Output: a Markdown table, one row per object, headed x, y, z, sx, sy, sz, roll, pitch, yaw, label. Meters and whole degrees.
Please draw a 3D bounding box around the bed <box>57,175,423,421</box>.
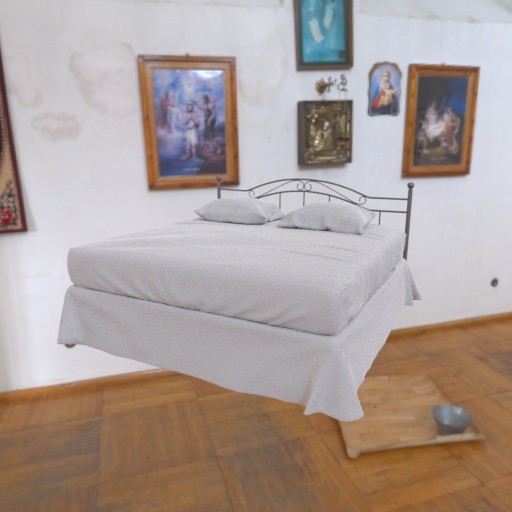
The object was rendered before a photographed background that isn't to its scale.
| x | y | z | sx | sy | sz | roll | pitch | yaw | label |
| --- | --- | --- | --- | --- | --- | --- | --- | --- | --- |
| 0.000 | 0.000 | 3.507 | 2.309 | 1.080 | 2.220 | 7 | 16 | 27 | bed |
